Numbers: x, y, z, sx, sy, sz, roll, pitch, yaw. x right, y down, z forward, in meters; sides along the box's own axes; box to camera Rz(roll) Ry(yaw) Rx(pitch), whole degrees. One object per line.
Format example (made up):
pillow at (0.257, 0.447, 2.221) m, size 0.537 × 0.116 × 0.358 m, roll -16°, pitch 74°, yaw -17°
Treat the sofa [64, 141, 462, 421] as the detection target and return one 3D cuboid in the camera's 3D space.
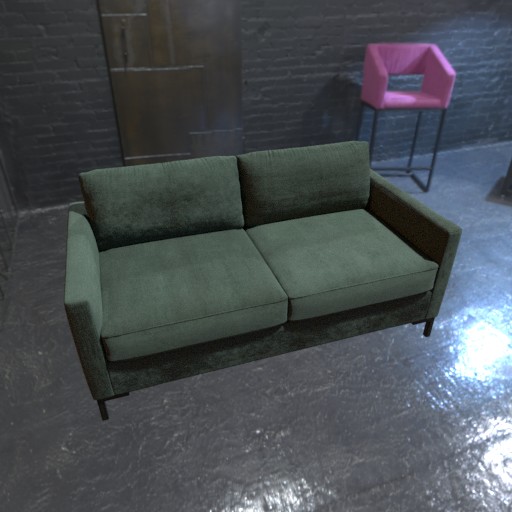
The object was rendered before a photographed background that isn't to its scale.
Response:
sofa at (0.000, 0.000, 2.157) m, size 1.676 × 0.817 × 0.875 m, roll -10°, pitch 33°, yaw -16°
